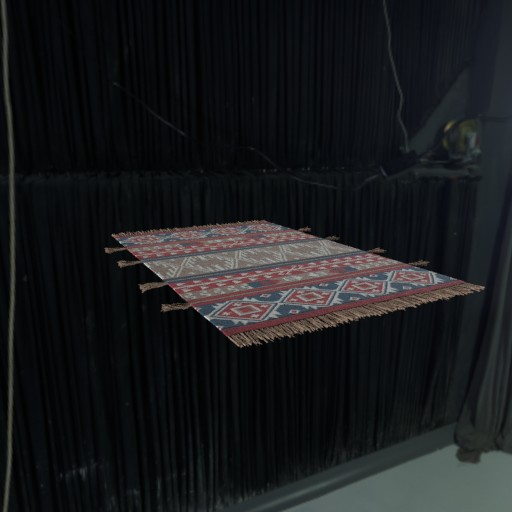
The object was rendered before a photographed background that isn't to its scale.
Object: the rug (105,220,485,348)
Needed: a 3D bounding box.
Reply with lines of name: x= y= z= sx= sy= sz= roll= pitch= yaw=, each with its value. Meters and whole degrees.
rug: x=0.000 y=0.000 z=2.540 sx=1.469 sy=0.040 sz=2.025 roll=-8 pitch=16 yaw=-28
